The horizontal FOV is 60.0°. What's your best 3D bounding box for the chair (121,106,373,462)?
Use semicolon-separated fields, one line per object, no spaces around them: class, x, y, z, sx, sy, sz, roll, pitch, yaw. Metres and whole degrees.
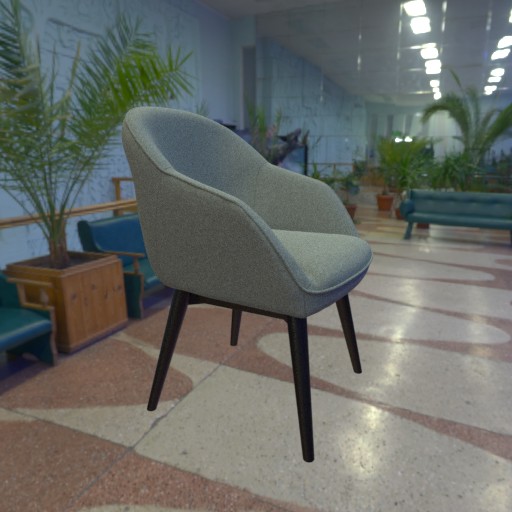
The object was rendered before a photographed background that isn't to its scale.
chair;0.000;0.000;1.237;0.611;0.810;0.589;7;15;26
